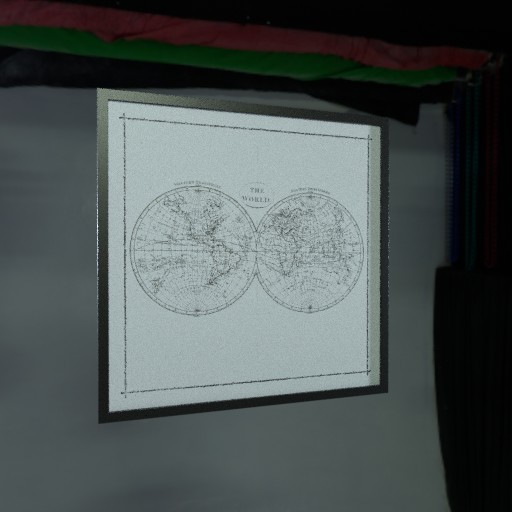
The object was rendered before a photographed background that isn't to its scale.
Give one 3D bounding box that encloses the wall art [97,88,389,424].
[{"bbox_3d":[0.000,0.000,1.149,0.773,0.775,0.031,0,1,-17],"label":"wall art"}]
